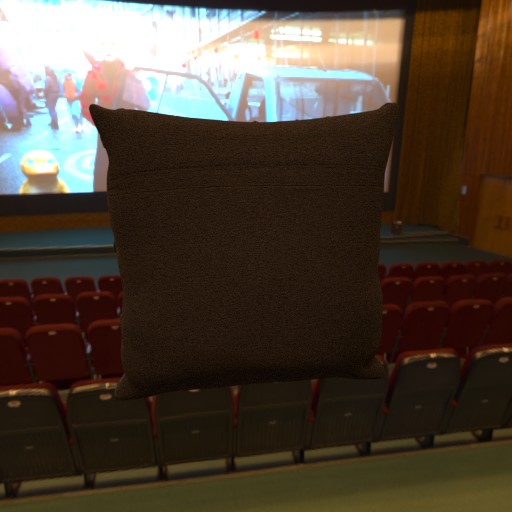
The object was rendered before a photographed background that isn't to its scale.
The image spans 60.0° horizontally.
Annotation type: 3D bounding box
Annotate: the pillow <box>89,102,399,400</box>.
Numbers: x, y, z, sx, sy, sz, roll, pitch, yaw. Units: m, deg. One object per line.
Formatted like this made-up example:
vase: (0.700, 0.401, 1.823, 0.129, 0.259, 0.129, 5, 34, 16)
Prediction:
pillow: (0.000, 0.000, 0.663, 0.439, 0.440, 0.183, -3, 15, -10)
